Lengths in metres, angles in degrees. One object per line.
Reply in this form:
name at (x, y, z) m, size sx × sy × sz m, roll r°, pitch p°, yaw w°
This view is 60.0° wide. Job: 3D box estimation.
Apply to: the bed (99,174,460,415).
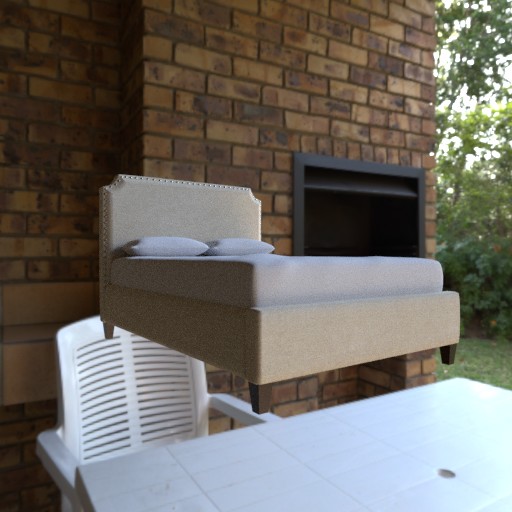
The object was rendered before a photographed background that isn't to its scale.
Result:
bed at (0.000, 0.000, 3.450) m, size 1.713 × 1.457 × 2.381 m, roll 0°, pitch 0°, yaw -36°
